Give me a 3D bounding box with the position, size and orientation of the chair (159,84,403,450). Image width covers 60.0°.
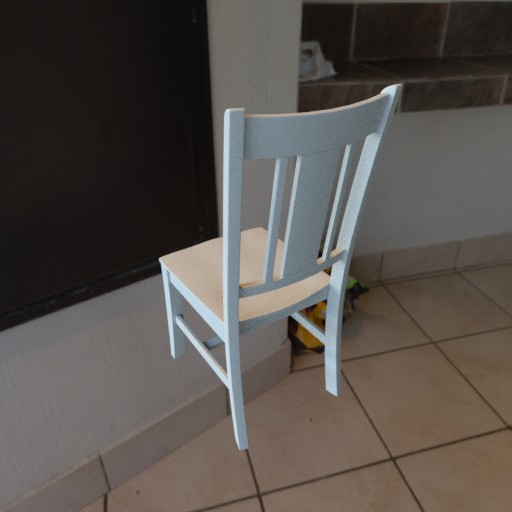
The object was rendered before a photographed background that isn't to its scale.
[{"bbox_3d":[0.000,0.000,1.319,0.450,0.998,0.555,-19,36,-28],"label":"chair"}]
